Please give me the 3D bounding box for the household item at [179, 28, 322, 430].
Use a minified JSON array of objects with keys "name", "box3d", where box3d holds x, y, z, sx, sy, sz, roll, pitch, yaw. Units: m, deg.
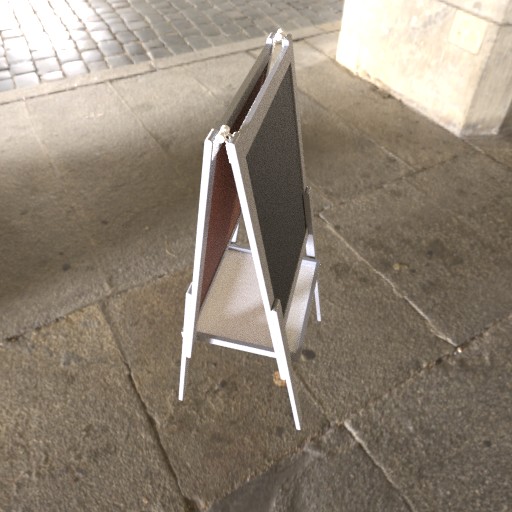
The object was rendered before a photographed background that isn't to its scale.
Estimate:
[{"name":"household item","box3d":[0.000,0.000,1.397,0.469,1.172,0.531,11,48,10]}]
